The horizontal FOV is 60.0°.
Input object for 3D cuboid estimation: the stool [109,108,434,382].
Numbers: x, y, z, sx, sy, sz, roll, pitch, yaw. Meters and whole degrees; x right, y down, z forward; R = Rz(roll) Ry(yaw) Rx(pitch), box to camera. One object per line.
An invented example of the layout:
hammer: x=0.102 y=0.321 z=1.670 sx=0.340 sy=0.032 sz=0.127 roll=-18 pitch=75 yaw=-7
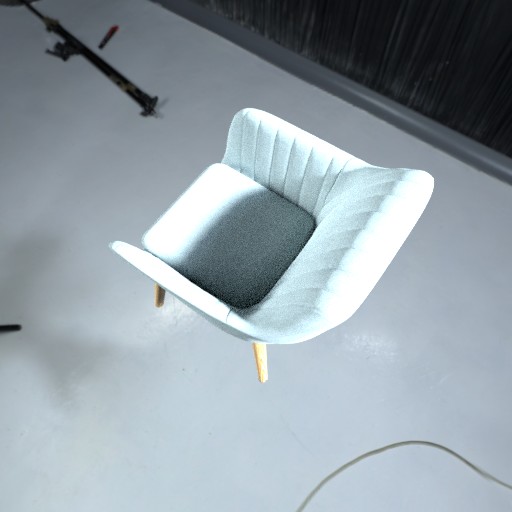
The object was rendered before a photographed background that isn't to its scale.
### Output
stool: x=0.000 y=0.000 z=1.174 sx=0.590 sy=0.830 sz=0.503 roll=34 pitch=69 yaw=15
